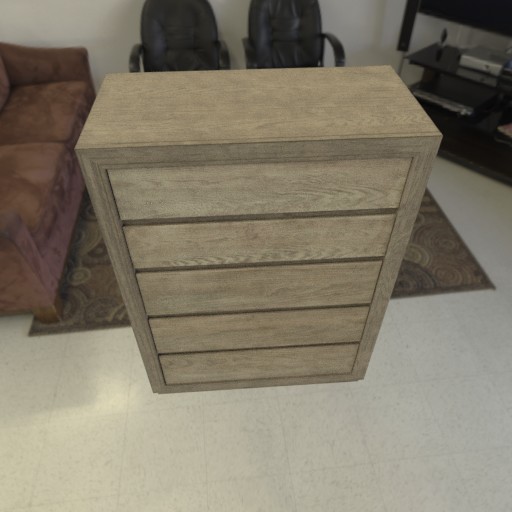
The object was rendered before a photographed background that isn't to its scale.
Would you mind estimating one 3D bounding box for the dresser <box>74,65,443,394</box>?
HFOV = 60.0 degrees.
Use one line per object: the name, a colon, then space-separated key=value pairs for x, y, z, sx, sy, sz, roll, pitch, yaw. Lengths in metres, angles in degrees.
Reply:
dresser: x=0.000 y=0.000 z=1.780 sx=0.967 sy=1.295 sz=0.483 roll=-3 pitch=44 yaw=-3
